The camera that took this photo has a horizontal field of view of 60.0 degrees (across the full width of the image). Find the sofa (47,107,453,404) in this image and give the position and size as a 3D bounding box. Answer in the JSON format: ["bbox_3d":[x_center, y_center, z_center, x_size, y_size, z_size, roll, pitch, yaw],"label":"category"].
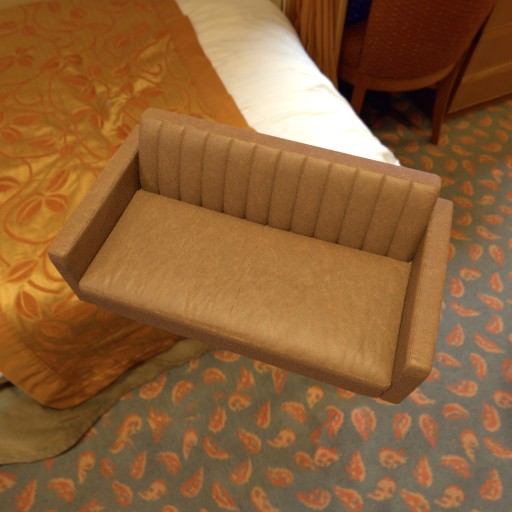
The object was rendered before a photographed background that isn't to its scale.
[{"bbox_3d":[0.000,0.000,2.386,1.847,0.821,0.993,16,59,10],"label":"sofa"}]
